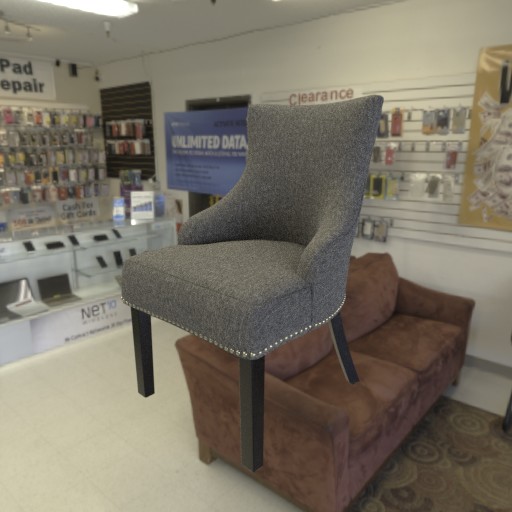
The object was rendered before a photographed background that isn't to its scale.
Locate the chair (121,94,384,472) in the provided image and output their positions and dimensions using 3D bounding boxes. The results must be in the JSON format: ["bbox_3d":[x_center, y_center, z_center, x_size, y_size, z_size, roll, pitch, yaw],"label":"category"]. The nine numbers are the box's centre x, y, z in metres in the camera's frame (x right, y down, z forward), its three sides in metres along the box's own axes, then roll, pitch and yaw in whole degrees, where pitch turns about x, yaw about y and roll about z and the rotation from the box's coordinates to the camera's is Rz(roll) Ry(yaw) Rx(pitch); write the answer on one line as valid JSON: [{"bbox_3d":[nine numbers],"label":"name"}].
[{"bbox_3d":[0.000,0.000,1.319,0.566,0.909,0.629,13,20,42],"label":"chair"}]
